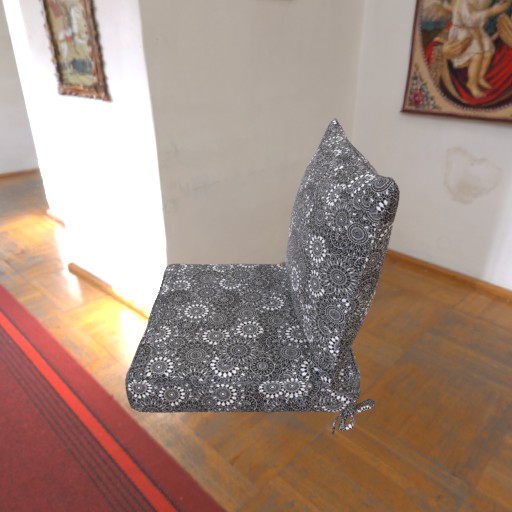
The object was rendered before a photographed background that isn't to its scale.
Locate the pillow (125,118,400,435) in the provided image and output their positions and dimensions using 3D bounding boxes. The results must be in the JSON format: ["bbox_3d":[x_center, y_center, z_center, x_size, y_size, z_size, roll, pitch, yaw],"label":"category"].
[{"bbox_3d":[0.000,0.000,1.405,0.740,0.722,0.798,0,27,0],"label":"pillow"}]
